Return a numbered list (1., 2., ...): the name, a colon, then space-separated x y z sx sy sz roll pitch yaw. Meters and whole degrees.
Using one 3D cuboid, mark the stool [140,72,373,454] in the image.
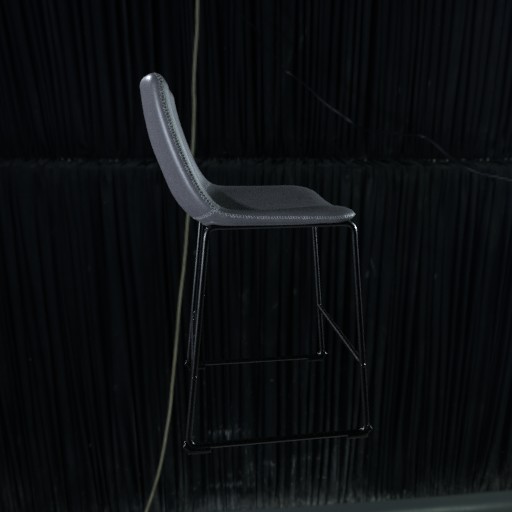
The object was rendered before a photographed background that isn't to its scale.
1. stool: 0.000 0.000 1.187 0.546 0.876 0.470 -2 16 -8
